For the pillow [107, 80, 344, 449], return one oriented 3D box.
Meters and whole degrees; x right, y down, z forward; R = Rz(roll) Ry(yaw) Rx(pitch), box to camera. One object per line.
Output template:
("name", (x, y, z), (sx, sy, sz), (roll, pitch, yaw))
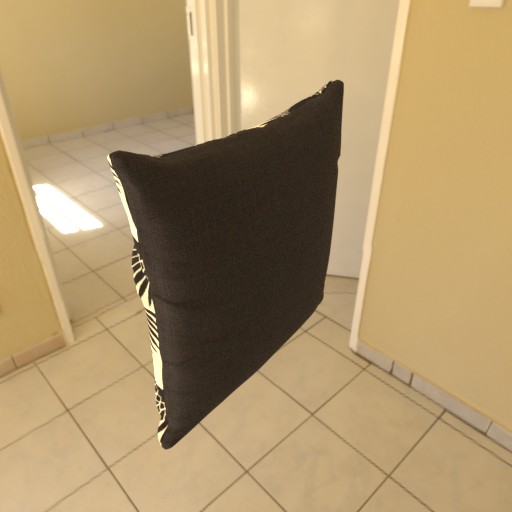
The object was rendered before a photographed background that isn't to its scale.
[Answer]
("pillow", (0.000, 0.000, 0.657), (0.139, 0.432, 0.432), (22, 39, 31))
